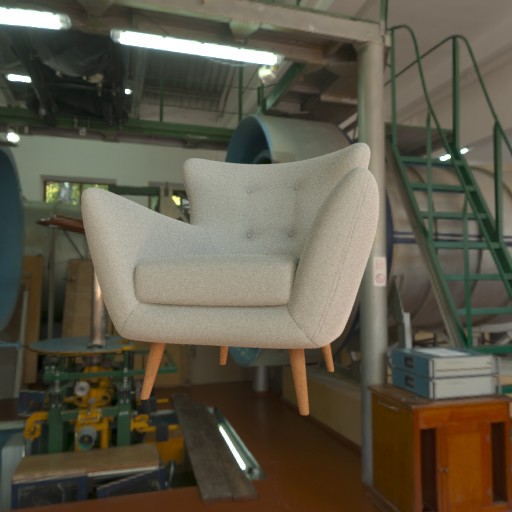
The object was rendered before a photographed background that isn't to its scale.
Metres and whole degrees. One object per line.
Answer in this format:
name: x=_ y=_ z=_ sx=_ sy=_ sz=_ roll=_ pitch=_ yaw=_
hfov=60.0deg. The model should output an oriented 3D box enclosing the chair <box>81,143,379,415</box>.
chair: x=0.000 y=0.000 z=1.603 sx=0.890 sy=0.889 sz=0.889 roll=-1 pitch=-3 yaw=18
